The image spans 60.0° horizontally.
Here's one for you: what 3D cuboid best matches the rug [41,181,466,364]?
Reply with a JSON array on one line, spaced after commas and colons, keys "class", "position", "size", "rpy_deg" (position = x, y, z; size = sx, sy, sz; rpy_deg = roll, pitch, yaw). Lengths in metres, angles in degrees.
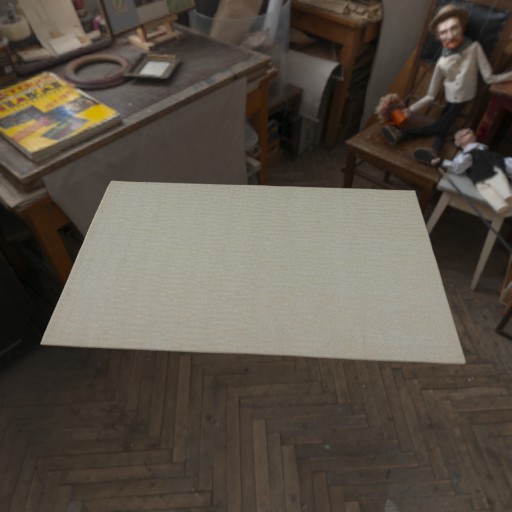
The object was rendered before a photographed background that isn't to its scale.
[{"class": "rug", "position": [0.000, 0.000, 3.030], "size": [2.441, 0.014, 1.531], "rpy_deg": [2, 47, 2]}]
